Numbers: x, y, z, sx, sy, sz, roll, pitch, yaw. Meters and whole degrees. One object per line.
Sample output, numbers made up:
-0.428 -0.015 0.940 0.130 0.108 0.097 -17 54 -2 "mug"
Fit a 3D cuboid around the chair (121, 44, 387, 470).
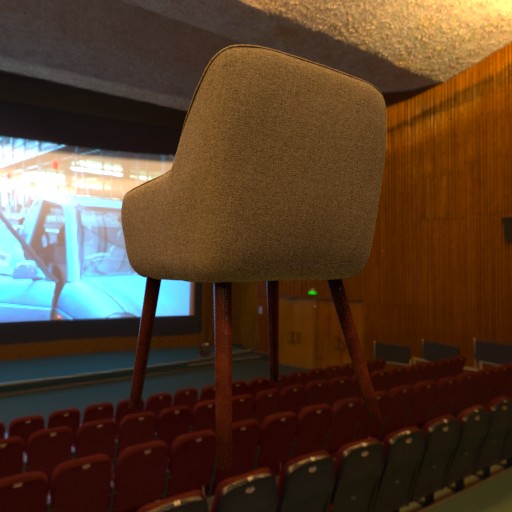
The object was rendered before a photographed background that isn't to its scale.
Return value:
0.000 0.000 1.130 0.543 0.803 0.519 1 -1 -35 "chair"
